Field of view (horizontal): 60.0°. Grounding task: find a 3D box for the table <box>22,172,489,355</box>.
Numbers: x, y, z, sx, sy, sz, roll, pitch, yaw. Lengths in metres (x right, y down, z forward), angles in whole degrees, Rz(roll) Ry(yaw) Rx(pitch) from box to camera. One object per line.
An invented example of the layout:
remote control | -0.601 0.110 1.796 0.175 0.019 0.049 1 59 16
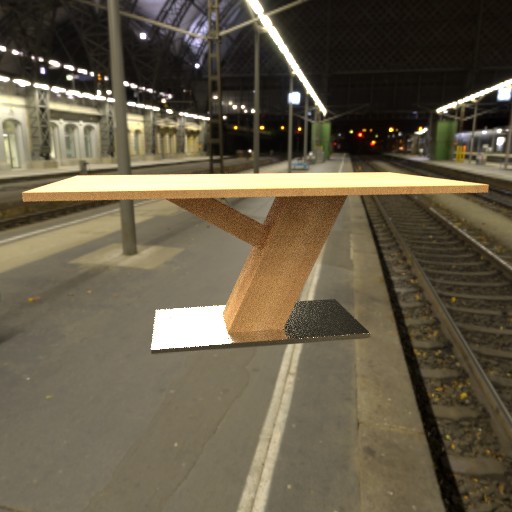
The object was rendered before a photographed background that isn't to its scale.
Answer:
table | 0.000 0.000 2.204 1.800 0.750 0.900 -2 14 -10
